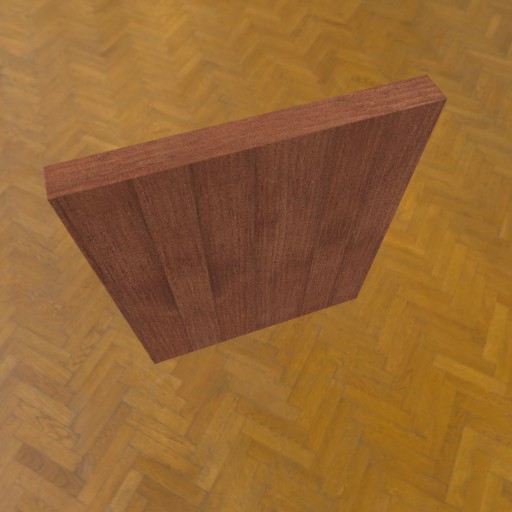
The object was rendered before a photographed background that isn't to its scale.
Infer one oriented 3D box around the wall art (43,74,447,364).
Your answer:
[{"bbox_3d":[0.000,0.000,0.600,0.377,0.449,0.039,-17,61,-10],"label":"wall art"}]
